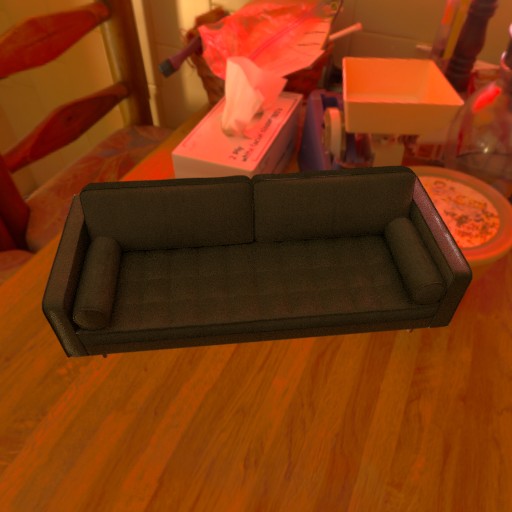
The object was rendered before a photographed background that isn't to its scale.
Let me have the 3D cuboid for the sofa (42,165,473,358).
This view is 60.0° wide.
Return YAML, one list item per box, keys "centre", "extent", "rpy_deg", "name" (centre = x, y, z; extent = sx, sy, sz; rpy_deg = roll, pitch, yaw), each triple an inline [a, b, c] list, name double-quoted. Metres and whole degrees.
- centre: [0.000, 0.000, 2.643]
  extent: [2.199, 0.769, 0.918]
  rpy_deg: [-4, 46, -4]
  name: "sofa"
